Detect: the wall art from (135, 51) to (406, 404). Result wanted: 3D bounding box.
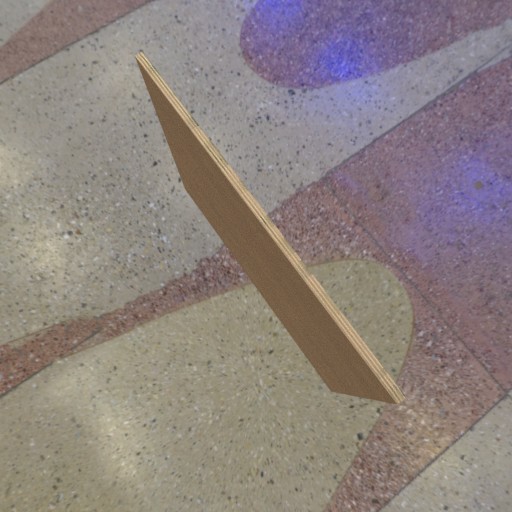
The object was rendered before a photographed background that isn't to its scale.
[{"bbox_3d":[0.000,0.000,0.697,0.012,0.408,0.508,-34,77,-9],"label":"wall art"}]
